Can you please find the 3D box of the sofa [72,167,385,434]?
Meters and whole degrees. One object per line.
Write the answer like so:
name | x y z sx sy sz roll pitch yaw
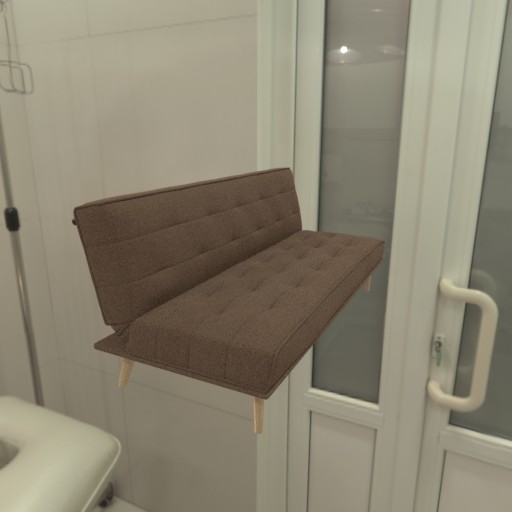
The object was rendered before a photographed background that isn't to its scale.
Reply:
sofa | 0.000 0.000 2.387 1.038 0.810 1.820 8 18 26
